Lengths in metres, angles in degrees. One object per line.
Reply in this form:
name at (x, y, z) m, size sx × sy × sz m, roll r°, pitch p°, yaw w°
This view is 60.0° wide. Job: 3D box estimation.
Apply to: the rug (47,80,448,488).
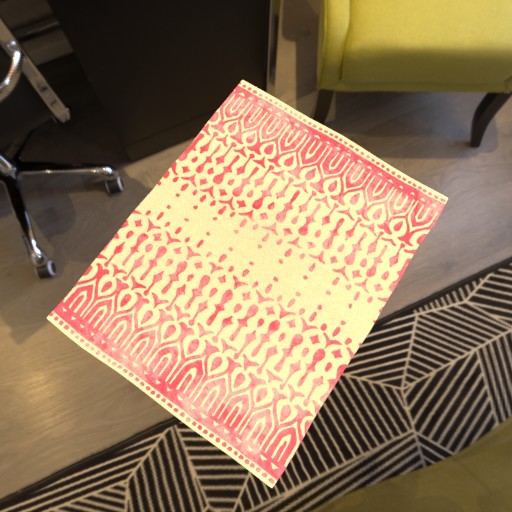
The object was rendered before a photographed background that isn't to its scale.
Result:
rug at (0.000, 0.000, 4.108) m, size 2.441 × 0.016 × 3.095 m, roll 33°, pitch 76°, yaw 10°
